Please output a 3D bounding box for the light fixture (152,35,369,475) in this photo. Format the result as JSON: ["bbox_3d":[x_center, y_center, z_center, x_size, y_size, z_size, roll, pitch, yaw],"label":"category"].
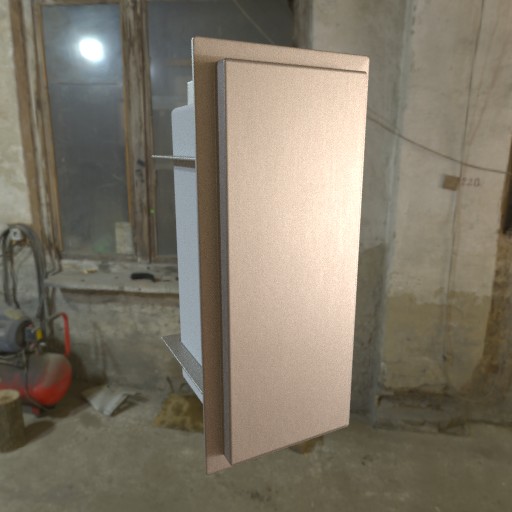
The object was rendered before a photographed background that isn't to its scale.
[{"bbox_3d":[0.000,0.000,0.462,0.168,0.380,0.160,-7,15,-26],"label":"light fixture"}]
